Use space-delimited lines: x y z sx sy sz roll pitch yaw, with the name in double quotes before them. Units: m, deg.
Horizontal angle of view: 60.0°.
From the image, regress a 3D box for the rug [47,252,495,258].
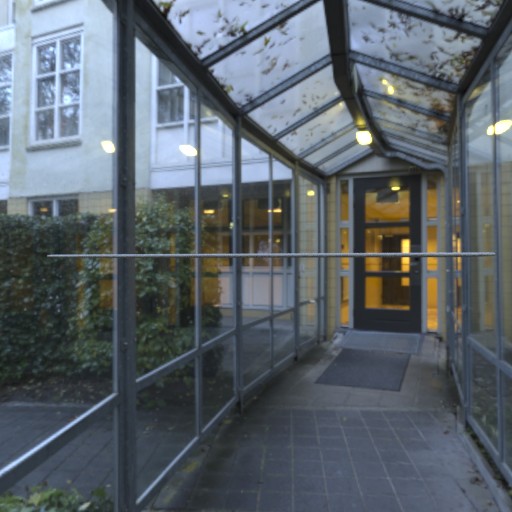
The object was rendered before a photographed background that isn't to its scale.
"rug" 0.000 0.000 2.477 2.276 0.014 0.678 0 -1 18
